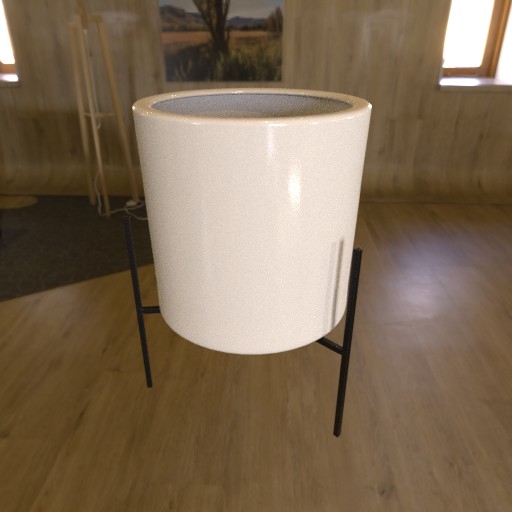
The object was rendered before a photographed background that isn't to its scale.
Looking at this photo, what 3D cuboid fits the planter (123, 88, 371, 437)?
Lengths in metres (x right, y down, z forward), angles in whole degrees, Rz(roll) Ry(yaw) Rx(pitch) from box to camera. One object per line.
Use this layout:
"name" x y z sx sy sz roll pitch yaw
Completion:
"planter" 0.000 0.000 0.638 0.307 0.431 0.308 9 28 17
